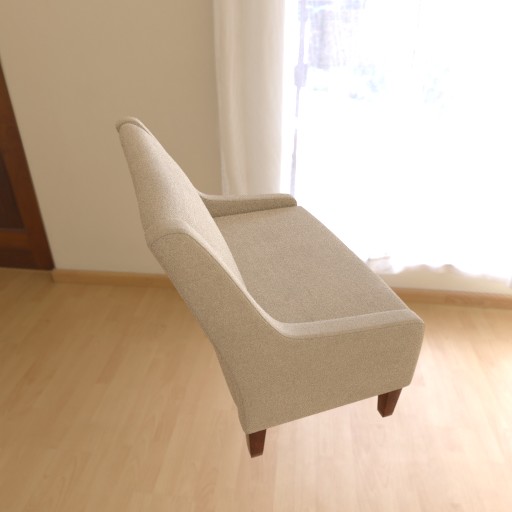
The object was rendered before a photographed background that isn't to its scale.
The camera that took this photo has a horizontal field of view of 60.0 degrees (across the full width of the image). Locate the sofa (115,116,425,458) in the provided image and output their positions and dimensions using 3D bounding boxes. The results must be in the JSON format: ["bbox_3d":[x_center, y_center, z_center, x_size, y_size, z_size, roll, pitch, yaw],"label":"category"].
[{"bbox_3d":[0.000,0.000,1.889,0.946,0.976,1.212,-10,32,-16],"label":"sofa"}]
